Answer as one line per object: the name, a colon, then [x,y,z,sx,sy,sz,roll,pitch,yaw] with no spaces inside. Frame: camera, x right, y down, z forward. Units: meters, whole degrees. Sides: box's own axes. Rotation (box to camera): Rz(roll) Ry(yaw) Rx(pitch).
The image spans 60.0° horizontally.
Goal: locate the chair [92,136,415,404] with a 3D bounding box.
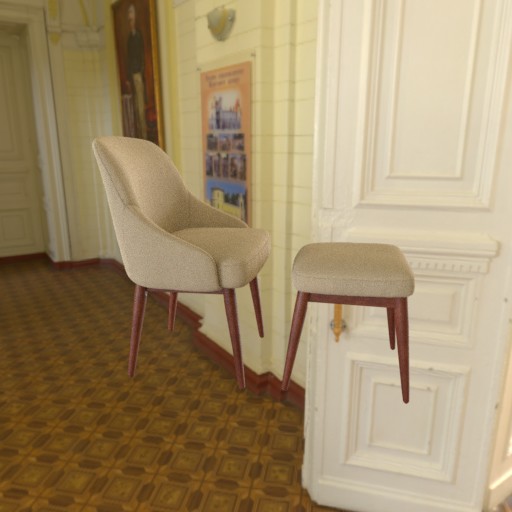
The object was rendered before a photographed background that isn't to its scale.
chair: [0.000,0.000,1.656,1.114,0.866,0.584,3,15,10]
